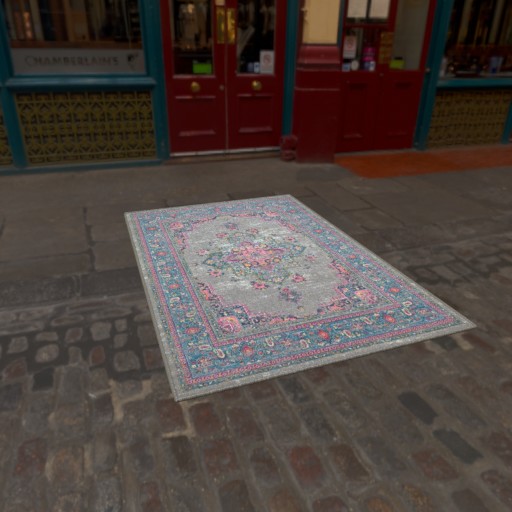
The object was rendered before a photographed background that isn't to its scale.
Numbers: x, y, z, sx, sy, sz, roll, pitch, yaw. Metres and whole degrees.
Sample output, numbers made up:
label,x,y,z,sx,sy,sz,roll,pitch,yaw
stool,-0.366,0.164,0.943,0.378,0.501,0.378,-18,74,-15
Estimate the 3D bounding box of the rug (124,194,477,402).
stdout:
label,x,y,z,sx,sy,sz,roll,pitch,yaw
rug,0.000,0.000,2.229,1.144,0.014,1.748,-9,27,-18
